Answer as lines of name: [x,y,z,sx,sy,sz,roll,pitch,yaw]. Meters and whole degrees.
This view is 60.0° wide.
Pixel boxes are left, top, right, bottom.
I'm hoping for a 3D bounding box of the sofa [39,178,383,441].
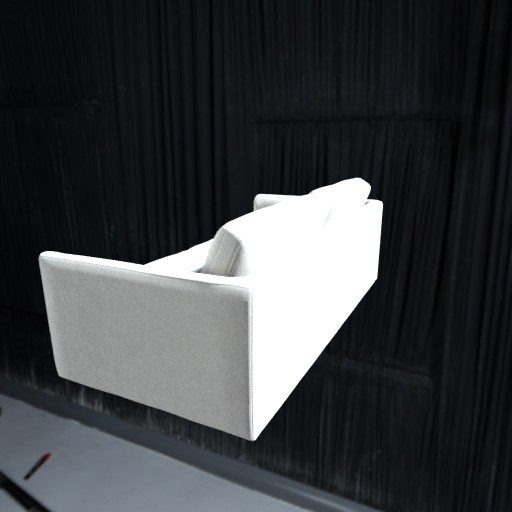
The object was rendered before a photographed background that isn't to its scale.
sofa: [0.000,0.000,2.766,1.090,0.838,2.588,8,17,26]
